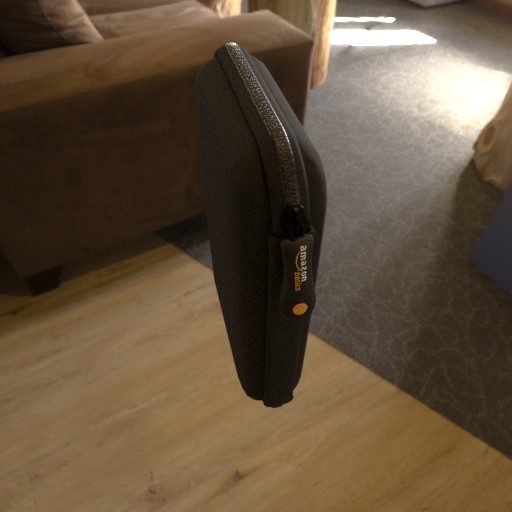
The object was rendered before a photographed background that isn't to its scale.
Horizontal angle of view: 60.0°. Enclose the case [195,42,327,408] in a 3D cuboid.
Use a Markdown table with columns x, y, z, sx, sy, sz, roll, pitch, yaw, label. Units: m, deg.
| x | y | z | sx | sy | sz | roll | pitch | yaw | label |
| --- | --- | --- | --- | --- | --- | --- | --- | --- | --- |
| 0.000 | 0.000 | 0.188 | 0.030 | 0.147 | 0.107 | -10 | 48 | -10 | case |
